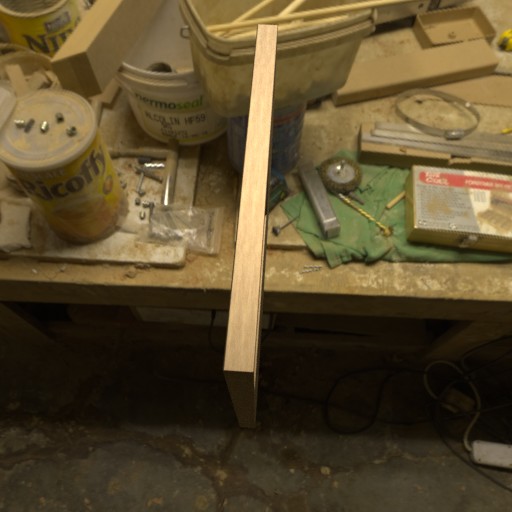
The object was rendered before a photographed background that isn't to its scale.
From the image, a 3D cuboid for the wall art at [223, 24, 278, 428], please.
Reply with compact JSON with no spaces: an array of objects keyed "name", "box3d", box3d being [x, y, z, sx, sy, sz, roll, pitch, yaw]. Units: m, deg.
[{"name":"wall art","box3d":[0.000,0.000,0.760,0.030,0.506,0.503,3,63,2]}]
